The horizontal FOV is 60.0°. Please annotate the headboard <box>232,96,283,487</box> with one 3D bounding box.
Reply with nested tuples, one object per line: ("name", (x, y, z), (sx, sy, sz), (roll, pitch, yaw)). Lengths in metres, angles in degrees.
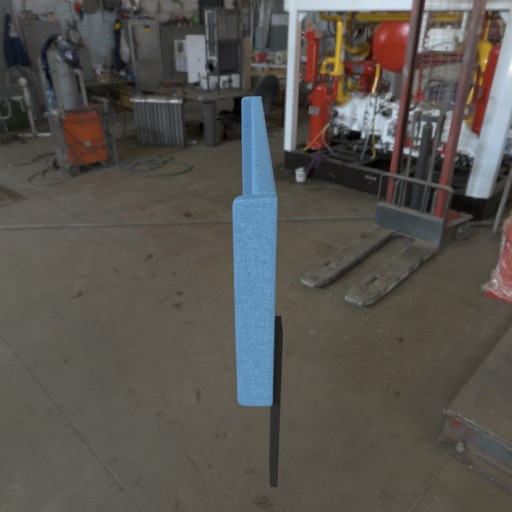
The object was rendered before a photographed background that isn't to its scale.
("headboard", (0.000, 0.000, 2.676), (0.184, 1.524, 2.051), (0, 28, -1))
